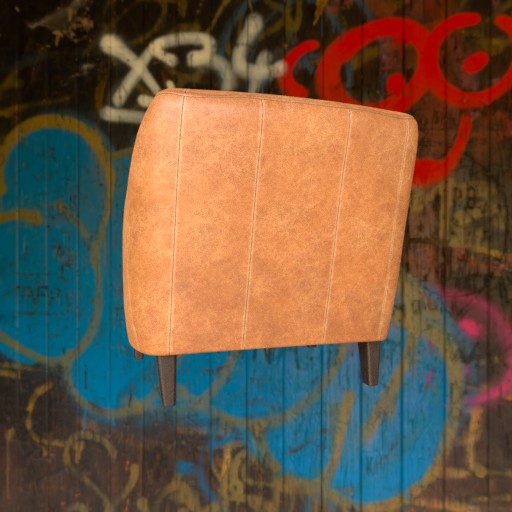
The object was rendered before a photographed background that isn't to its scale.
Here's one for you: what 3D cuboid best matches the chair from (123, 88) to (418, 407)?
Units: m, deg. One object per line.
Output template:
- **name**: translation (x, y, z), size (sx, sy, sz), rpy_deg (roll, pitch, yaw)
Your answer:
- **chair**: translation (0.000, 0.000, 1.810), size (1.037, 0.980, 1.034), rpy_deg (0, 0, -17)
